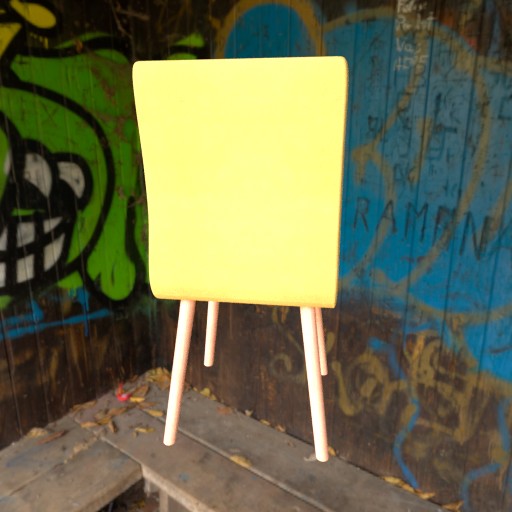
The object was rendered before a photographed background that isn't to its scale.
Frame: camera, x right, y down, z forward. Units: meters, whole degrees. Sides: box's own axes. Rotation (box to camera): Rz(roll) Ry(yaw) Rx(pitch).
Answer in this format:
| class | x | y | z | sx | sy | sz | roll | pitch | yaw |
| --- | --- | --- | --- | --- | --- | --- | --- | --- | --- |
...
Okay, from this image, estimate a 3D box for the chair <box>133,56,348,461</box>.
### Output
| class | x | y | z | sx | sy | sz | roll | pitch | yaw |
| --- | --- | --- | --- | --- | --- | --- | --- | --- | --- |
| chair | 0.000 | 0.000 | 1.270 | 0.450 | 0.965 | 0.550 | 2 | 16 | 8 |
